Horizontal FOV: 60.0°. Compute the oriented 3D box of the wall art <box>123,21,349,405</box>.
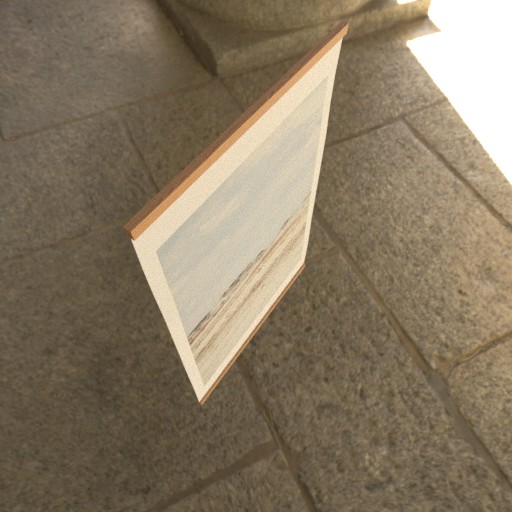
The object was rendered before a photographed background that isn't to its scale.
[{"bbox_3d":[0.000,0.000,1.855,0.025,1.521,1.011,30,62,18],"label":"wall art"}]
